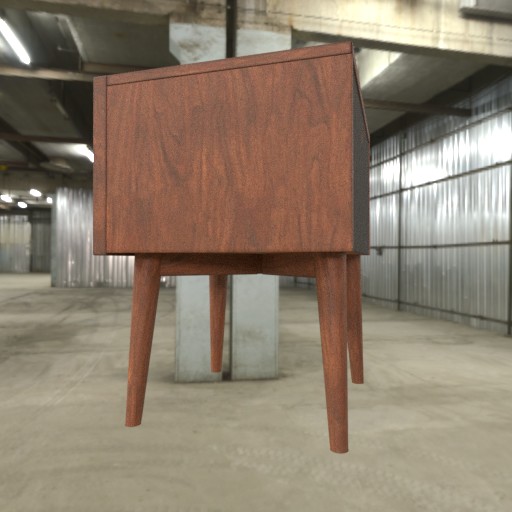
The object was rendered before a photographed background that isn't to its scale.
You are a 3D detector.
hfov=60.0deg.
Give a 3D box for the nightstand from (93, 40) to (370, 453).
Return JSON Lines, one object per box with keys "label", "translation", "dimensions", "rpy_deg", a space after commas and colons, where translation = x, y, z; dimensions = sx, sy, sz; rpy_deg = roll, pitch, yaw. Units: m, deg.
{"label": "nightstand", "translation": [0.000, 0.000, 0.940], "dimensions": [0.445, 0.607, 0.521], "rpy_deg": [0, -1, 17]}
